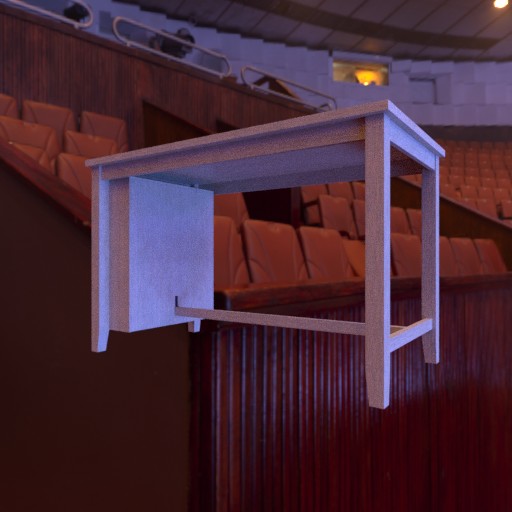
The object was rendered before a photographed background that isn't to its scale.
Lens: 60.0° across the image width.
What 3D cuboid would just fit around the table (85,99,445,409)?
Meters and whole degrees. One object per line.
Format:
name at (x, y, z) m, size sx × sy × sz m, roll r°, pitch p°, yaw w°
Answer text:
table at (0.000, 0.000, 1.931) m, size 1.397 × 0.874 × 0.729 m, roll 0°, pitch 0°, yaw 35°
